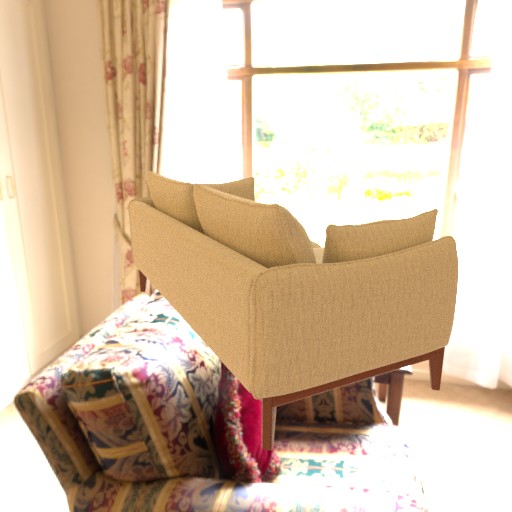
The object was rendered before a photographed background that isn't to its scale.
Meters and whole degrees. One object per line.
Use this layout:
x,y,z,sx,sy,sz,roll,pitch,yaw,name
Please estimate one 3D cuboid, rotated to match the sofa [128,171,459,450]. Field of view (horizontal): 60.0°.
0.000,0.000,2.464,0.991,0.860,1.989,-8,17,-26,sofa
